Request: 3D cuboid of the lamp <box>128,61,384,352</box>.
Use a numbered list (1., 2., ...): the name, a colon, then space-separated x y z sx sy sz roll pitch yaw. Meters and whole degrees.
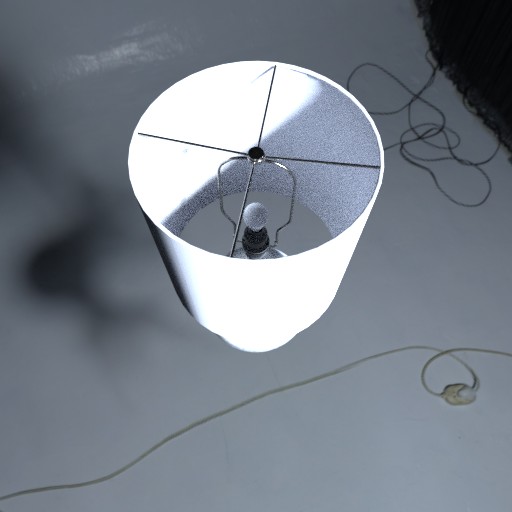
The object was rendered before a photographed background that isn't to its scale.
1. lamp: 0.000 0.000 0.558 0.216 0.404 0.216 -18 64 -9
